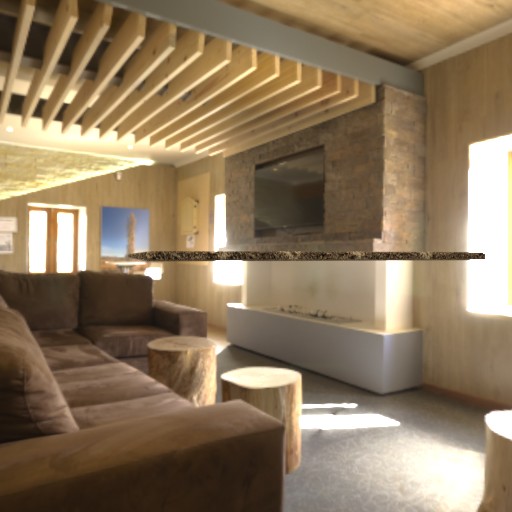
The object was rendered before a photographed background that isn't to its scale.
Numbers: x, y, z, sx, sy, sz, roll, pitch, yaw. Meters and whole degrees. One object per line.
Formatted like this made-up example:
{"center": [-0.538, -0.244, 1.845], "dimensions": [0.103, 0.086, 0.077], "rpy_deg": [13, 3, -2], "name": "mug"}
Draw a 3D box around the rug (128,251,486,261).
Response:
{"center": [0.000, 0.000, 2.281], "dimensions": [1.219, 0.030, 1.778], "rpy_deg": [0, 0, -18], "name": "rug"}
